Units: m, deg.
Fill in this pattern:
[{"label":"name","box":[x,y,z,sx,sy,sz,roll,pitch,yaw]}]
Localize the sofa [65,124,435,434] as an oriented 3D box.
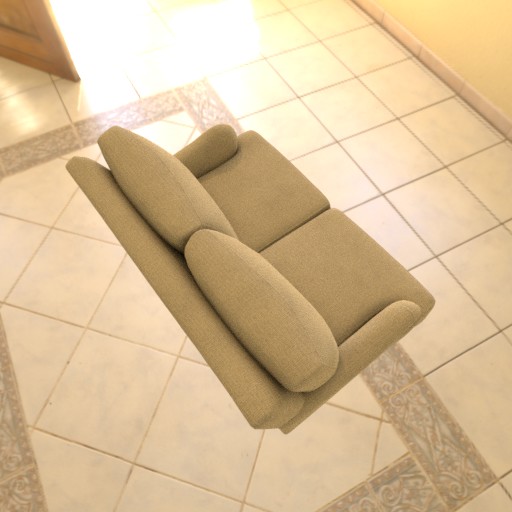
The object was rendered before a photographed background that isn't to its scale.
[{"label":"sofa","box":[0.000,0.000,2.202,1.087,0.999,1.480,-33,65,-18]}]
